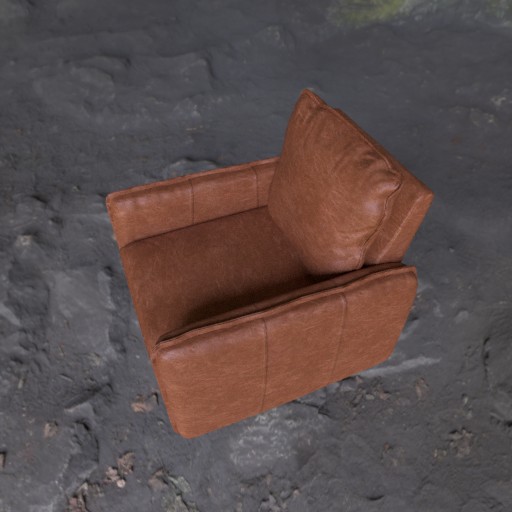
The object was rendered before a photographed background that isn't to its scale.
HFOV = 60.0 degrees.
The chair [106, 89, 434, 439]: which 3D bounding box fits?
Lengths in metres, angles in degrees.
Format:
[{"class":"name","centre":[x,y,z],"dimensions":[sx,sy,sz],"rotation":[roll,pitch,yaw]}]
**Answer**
[{"class":"chair","centre":[0.000,0.000,1.619],"dimensions":[0.922,0.922,0.830],"rotation":[-17,48,-16]}]
